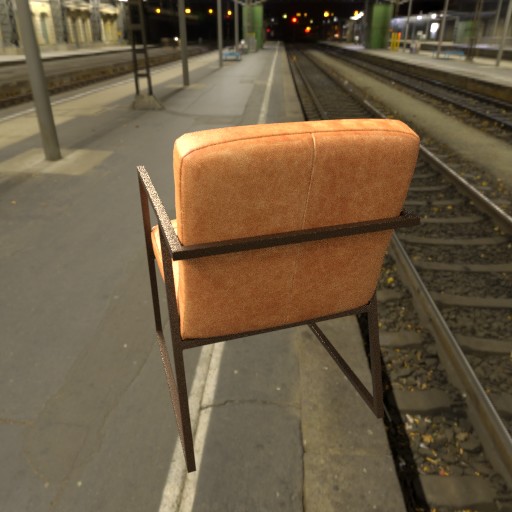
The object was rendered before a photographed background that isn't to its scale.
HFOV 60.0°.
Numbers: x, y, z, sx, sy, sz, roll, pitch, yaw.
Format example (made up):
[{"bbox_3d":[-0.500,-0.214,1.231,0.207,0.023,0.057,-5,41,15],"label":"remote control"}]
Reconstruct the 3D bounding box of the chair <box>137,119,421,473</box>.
[{"bbox_3d":[0.000,0.000,1.265,0.571,0.832,0.677,-8,28,-16],"label":"chair"}]
